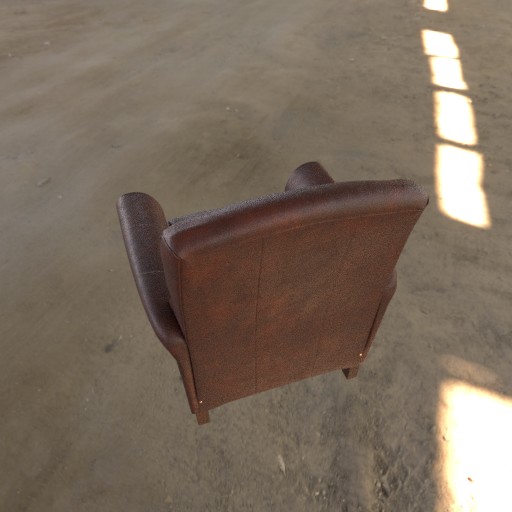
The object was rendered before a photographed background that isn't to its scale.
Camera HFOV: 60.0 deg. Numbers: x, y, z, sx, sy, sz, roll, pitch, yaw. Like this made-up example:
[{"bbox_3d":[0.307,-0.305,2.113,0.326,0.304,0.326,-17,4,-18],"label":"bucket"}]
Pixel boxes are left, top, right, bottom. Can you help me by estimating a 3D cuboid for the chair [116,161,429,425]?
[{"bbox_3d":[0.000,0.000,1.756,0.978,1.061,0.902,-12,42,-14],"label":"chair"}]
